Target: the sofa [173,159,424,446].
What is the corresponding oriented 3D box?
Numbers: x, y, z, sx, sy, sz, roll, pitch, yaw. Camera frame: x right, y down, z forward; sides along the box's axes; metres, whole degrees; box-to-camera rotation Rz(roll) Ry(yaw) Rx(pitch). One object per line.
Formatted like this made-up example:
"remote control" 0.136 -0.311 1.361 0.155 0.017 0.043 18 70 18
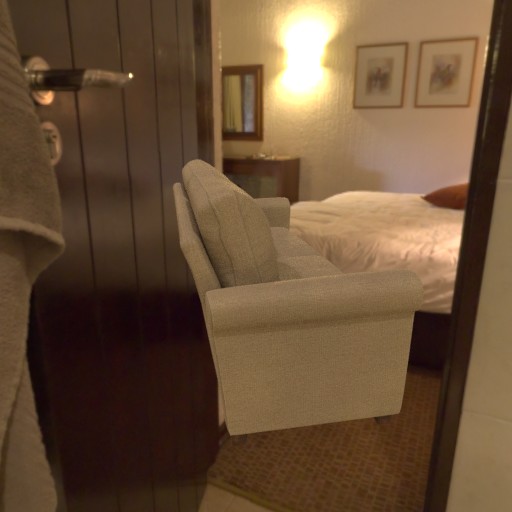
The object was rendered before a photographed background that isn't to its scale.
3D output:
"sofa" 0.000 0.000 2.426 0.842 0.942 1.935 -3 16 -11
